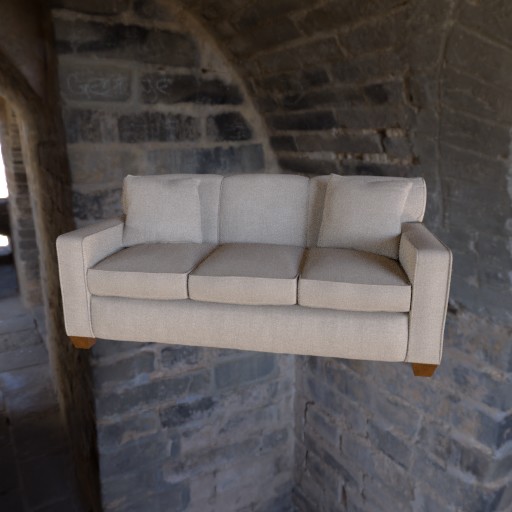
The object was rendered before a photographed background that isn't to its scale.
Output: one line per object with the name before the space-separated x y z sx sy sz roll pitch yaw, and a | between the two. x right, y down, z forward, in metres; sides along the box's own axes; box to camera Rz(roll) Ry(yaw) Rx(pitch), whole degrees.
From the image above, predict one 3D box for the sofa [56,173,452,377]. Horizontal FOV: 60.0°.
sofa | 0.000 0.000 2.662 2.024 0.958 0.997 2 14 10
